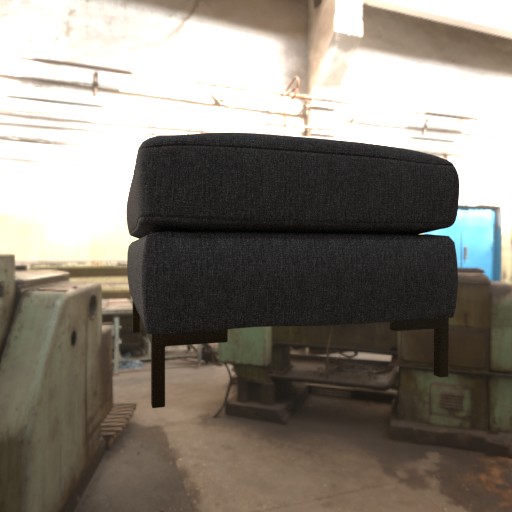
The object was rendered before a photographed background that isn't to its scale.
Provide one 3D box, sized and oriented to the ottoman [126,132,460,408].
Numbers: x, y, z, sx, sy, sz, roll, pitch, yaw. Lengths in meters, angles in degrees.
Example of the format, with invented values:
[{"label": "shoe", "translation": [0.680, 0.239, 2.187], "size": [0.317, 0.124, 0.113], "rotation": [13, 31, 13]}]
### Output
[{"label": "ottoman", "translation": [0.000, 0.000, 1.262], "size": [0.695, 0.533, 0.831], "rotation": [0, 1, -18]}]
